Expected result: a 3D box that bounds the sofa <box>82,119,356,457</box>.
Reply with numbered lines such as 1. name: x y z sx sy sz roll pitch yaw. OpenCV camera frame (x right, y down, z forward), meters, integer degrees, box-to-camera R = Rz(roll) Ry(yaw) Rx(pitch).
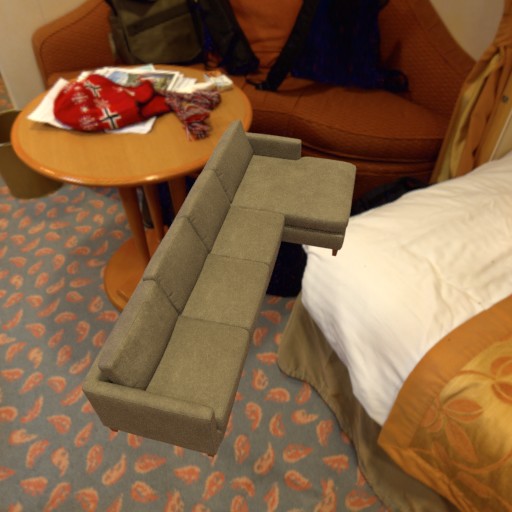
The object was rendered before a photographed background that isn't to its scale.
1. sofa: 0.000 0.000 4.159 1.604 0.950 3.471 10 46 10
